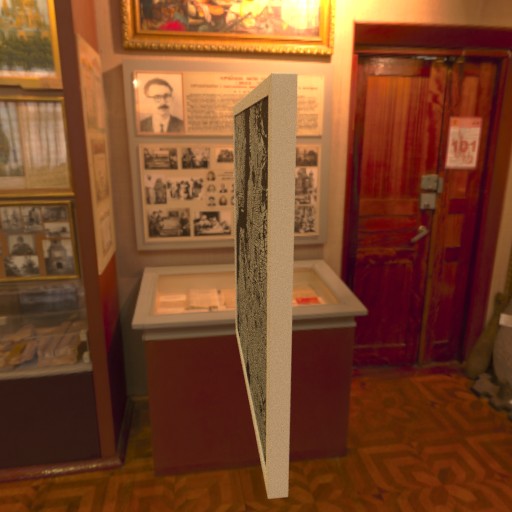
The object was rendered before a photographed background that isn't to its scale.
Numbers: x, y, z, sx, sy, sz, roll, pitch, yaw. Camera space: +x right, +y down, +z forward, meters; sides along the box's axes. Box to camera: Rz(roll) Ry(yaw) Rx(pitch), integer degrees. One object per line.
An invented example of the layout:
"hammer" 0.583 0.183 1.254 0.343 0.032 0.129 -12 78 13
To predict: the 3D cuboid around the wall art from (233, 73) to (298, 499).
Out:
"wall art" 0.000 0.000 1.118 0.050 0.762 0.761 -2 15 -7
